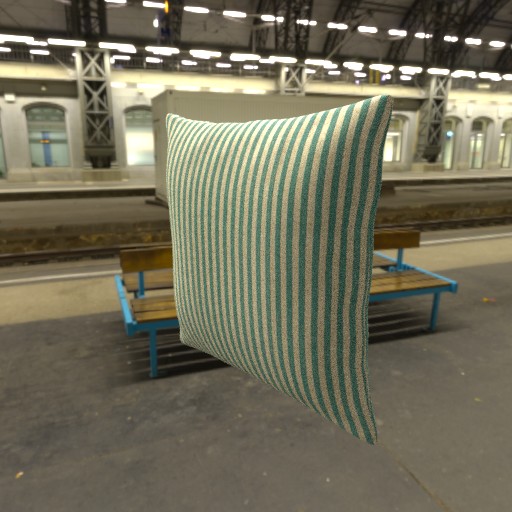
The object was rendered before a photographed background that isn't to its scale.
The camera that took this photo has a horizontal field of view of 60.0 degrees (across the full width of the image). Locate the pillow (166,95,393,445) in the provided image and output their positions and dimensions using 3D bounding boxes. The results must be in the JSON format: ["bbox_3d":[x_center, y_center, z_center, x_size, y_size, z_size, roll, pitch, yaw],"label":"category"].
[{"bbox_3d":[0.000,0.000,0.794,0.166,0.510,0.523,-13,19,-42],"label":"pillow"}]
